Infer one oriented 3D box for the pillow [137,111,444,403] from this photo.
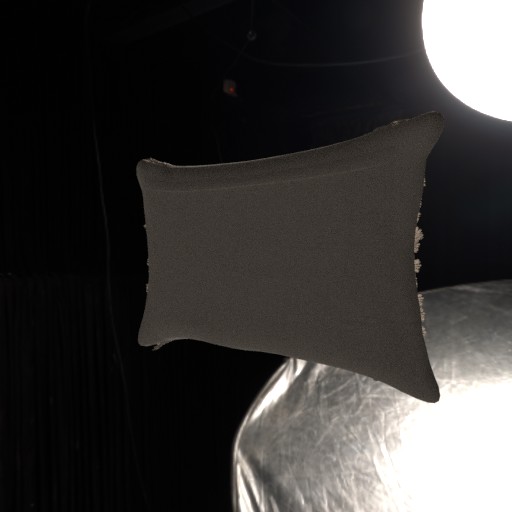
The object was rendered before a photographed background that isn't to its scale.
[{"bbox_3d":[0.000,0.000,0.585,0.466,0.305,0.084,1,1,35],"label":"pillow"}]
